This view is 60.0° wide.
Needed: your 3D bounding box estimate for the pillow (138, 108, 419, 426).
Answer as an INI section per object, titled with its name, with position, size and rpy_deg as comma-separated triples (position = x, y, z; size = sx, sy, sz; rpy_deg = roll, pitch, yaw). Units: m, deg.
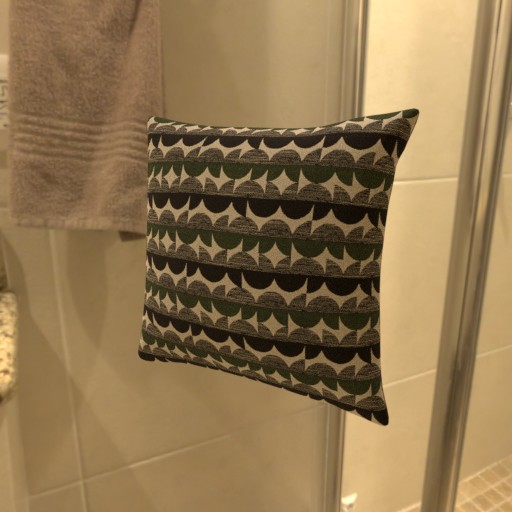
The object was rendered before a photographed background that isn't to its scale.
[pillow]
position = 0.000, 0.000, 0.651
size = 0.419, 0.404, 0.180
rpy_deg = 7, 16, 25
